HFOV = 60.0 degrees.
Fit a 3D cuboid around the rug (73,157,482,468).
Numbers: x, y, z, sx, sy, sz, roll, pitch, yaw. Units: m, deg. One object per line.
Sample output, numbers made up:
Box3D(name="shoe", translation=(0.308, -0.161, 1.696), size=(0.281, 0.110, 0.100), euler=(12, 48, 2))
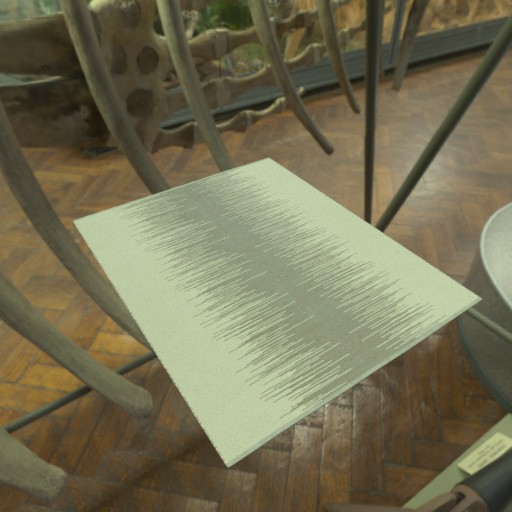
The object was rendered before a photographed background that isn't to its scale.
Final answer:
Box3D(name="rug", translation=(0.000, 0.000, 4.071), size=(2.453, 0.010, 3.037), euler=(-23, 45, -26))
